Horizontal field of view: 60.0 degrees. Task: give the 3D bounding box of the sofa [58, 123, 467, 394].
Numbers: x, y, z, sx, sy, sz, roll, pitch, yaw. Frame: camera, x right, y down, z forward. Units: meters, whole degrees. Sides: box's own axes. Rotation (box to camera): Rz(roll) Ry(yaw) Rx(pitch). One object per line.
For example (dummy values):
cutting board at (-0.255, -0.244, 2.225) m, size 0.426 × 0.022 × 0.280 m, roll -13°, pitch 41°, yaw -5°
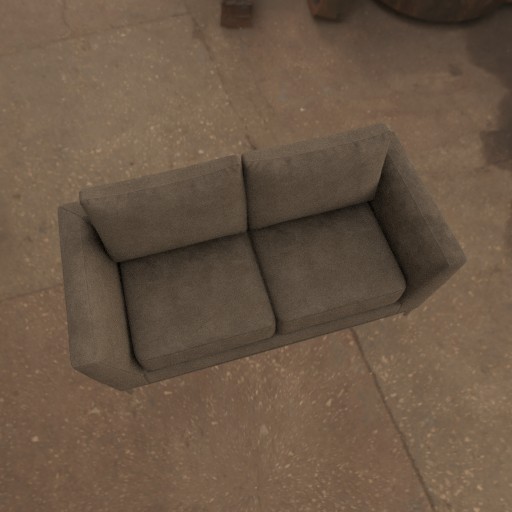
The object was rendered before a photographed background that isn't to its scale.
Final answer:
sofa at (0.000, 0.000, 2.338) m, size 1.832 × 1.013 × 0.855 m, roll -14°, pitch 63°, yaw -7°
